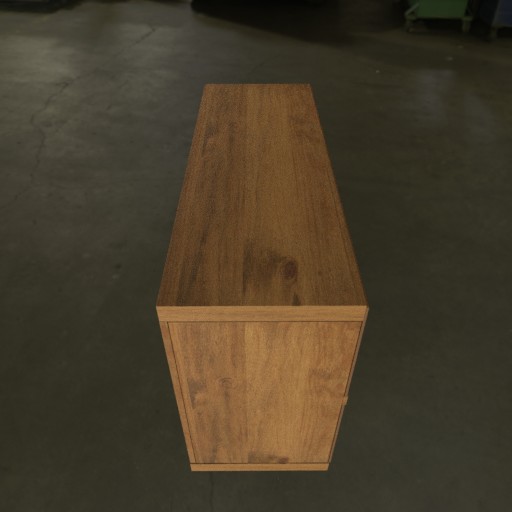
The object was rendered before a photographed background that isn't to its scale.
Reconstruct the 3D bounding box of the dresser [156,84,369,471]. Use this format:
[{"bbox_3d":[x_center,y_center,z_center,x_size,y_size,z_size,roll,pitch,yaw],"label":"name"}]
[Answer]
[{"bbox_3d":[0.000,0.000,1.669,0.479,0.825,1.261,0,41,0],"label":"dresser"}]
